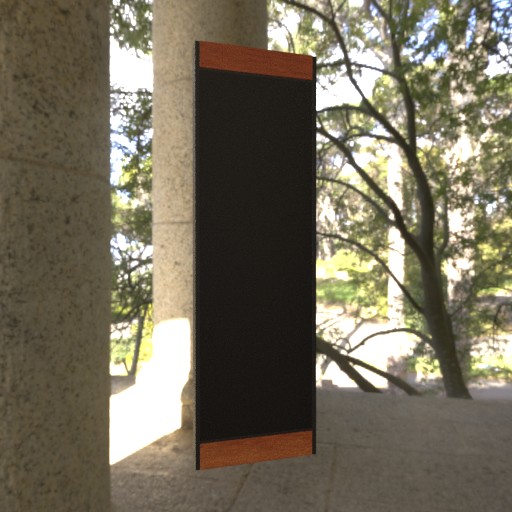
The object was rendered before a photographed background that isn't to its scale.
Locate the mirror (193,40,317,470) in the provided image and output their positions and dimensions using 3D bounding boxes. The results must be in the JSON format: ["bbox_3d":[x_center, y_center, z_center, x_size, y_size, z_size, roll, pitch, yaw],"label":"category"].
[{"bbox_3d":[0.000,0.000,1.224,0.343,1.123,0.047,0,0,-16],"label":"mirror"}]
